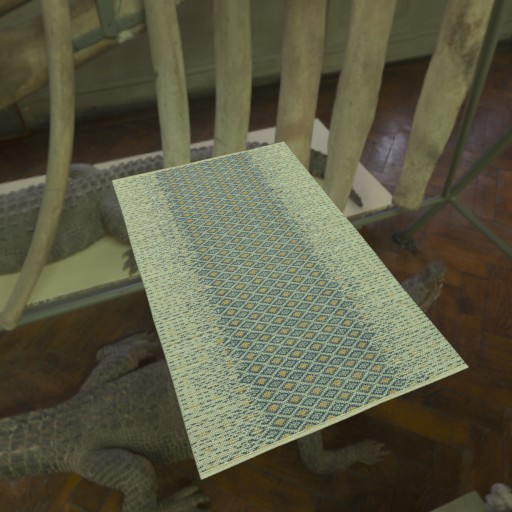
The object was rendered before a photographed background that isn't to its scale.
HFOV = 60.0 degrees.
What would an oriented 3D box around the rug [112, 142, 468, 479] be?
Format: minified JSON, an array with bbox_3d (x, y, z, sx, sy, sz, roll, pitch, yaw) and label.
[{"bbox_3d":[0.000,0.000,3.027,1.541,0.008,2.448,-16,49,-15],"label":"rug"}]
